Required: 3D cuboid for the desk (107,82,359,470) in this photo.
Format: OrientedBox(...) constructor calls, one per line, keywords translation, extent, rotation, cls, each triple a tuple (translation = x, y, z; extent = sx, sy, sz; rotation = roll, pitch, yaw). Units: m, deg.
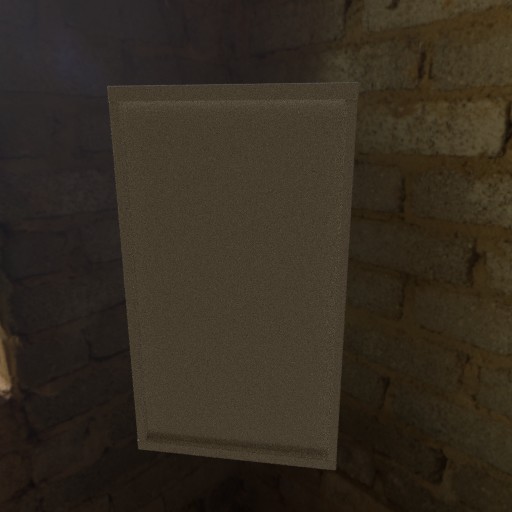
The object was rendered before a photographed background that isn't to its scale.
OrientedBox(translation=(0.000, 0.000, 1.082), extent=(0.404, 0.730, 0.600), rotation=(2, 16, 8), cls="desk")
